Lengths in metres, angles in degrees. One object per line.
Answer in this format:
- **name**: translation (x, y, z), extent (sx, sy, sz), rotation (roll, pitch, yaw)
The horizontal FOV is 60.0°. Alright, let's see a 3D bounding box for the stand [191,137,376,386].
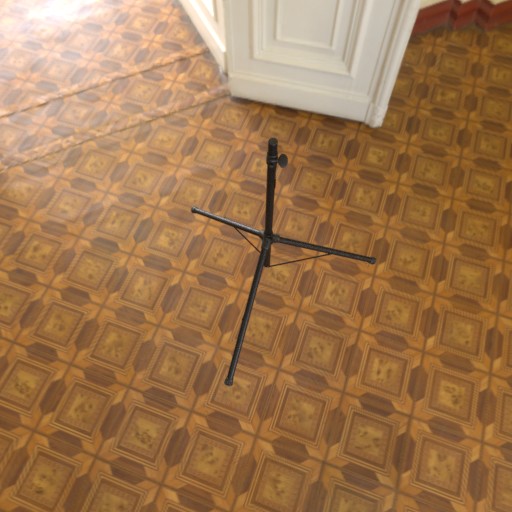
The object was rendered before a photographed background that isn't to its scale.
- **stand**: translation (0.000, 0.000, 2.726), extent (1.596, 1.595, 1.339), rotation (17, 64, 9)
